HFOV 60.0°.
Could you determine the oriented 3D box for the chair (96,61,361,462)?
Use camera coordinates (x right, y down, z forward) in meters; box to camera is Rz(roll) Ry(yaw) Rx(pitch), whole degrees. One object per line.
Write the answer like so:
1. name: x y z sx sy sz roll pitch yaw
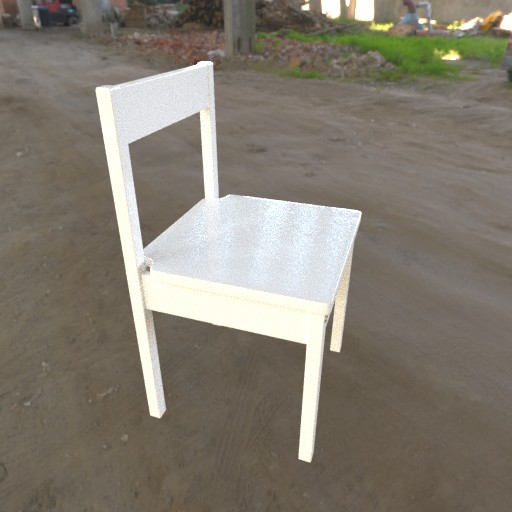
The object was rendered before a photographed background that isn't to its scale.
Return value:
1. chair: 0.000 0.000 0.883 0.361 0.668 0.367 10 31 16
